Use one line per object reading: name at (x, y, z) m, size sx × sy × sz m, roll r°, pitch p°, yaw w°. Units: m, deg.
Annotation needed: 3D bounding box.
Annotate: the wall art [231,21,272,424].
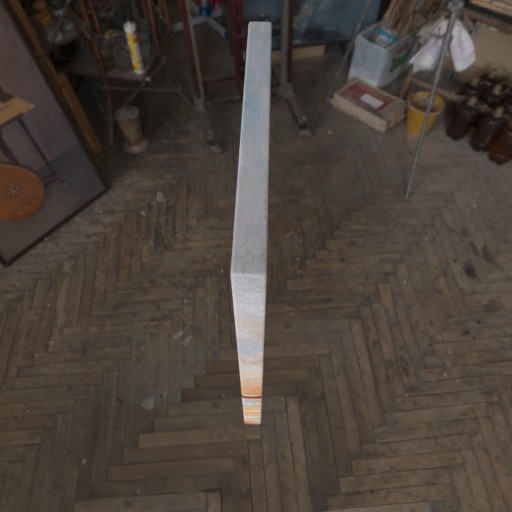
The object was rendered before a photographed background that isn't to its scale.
wall art at (0.000, 0.000, 0.793) m, size 0.035 × 0.605 × 0.443 m, roll 1°, pitch 57°, yaw 1°
